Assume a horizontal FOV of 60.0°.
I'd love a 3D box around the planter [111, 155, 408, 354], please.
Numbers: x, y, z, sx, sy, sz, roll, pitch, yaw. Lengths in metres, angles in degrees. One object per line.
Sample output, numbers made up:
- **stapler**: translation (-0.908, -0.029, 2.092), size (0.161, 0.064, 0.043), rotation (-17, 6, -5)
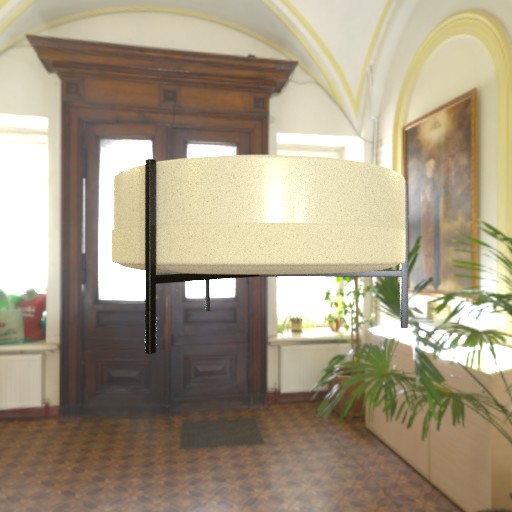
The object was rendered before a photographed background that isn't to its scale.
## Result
- **planter**: translation (0.000, 0.000, 0.529), size (0.336, 0.171, 0.345), rotation (0, 0, 33)
